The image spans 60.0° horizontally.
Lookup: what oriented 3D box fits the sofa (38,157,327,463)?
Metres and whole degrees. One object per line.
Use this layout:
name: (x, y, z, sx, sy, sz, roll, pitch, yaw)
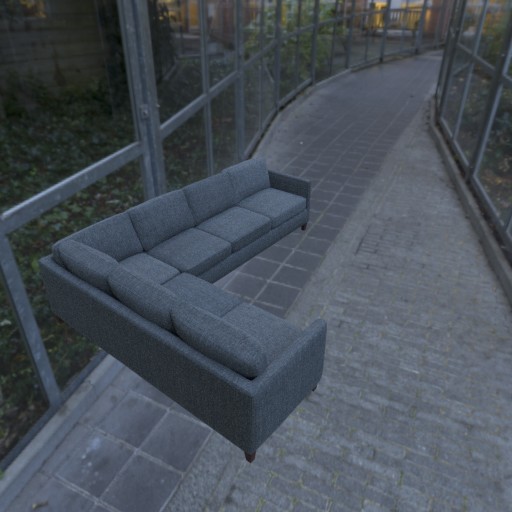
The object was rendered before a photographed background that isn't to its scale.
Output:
sofa: (0.000, 0.000, 4.603, 2.593, 0.947, 3.302, 22, 38, 32)
